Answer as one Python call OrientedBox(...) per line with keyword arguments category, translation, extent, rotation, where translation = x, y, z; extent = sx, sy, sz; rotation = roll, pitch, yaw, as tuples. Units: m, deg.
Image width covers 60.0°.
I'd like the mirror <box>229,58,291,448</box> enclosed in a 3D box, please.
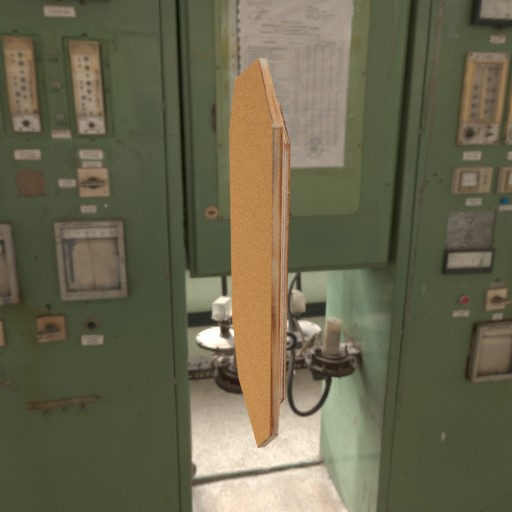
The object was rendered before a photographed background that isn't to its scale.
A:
OrientedBox(category="mirror", translation=(0.000, 0.000, 1.304), extent=(0.061, 1.015, 0.709), rotation=(-3, 15, -10))
